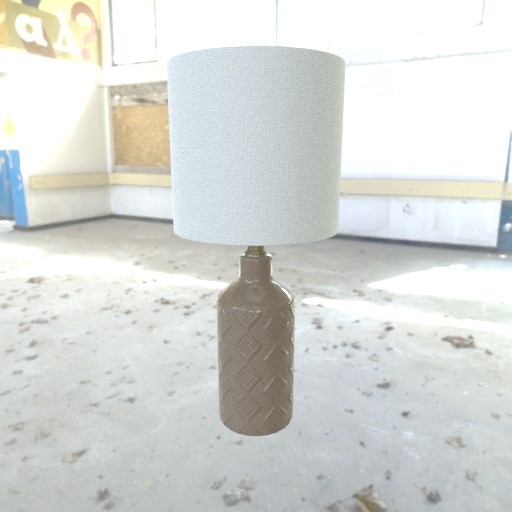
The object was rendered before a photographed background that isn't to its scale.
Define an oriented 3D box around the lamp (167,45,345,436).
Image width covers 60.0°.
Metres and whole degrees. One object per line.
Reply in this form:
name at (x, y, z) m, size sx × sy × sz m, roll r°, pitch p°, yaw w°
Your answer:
lamp at (0.000, 0.000, 0.574) m, size 0.207 × 0.461 × 0.207 m, roll 7°, pitch 15°, yaw 27°
